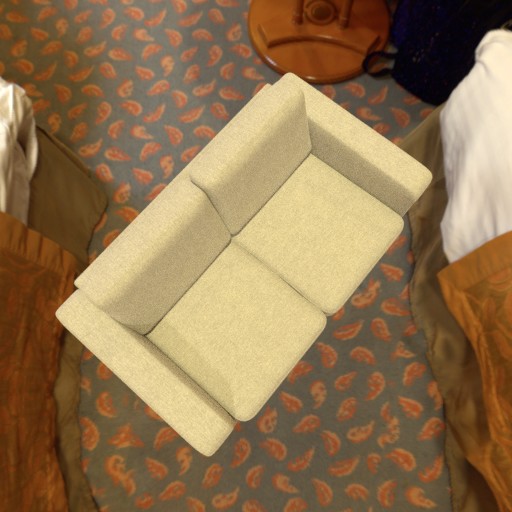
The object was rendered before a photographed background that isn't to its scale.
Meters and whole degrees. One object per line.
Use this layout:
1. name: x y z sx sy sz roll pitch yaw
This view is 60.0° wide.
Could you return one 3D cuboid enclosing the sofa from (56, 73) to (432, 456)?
1. sofa: 0.000 0.000 2.056 0.900 0.800 1.540 39 78 10
